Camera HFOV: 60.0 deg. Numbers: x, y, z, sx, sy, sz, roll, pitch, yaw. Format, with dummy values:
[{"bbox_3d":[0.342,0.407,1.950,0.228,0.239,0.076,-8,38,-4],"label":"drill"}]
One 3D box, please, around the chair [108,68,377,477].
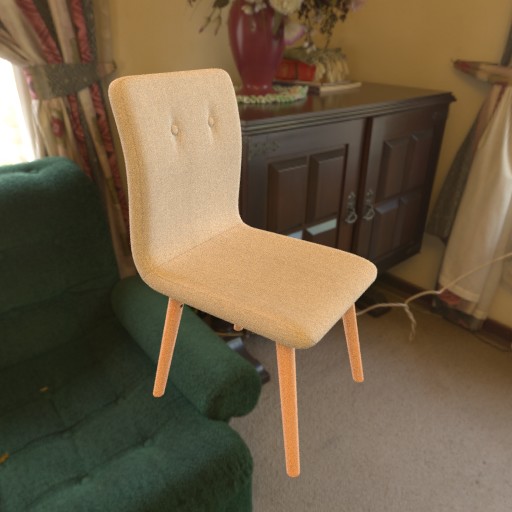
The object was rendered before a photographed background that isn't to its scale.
[{"bbox_3d":[0.000,0.000,1.176,0.550,0.885,0.435,17,31,31],"label":"chair"}]
